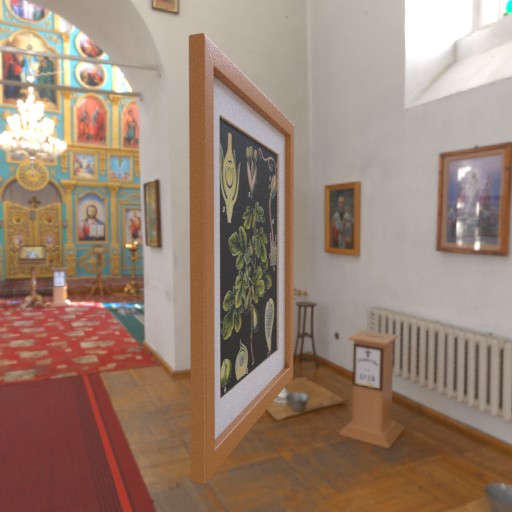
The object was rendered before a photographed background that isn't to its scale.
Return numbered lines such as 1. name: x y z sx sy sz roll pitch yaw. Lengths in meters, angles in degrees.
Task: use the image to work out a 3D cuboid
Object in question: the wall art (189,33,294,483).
1. wall art: 0.000 0.000 0.759 0.022 0.553 0.452 1 2 19
